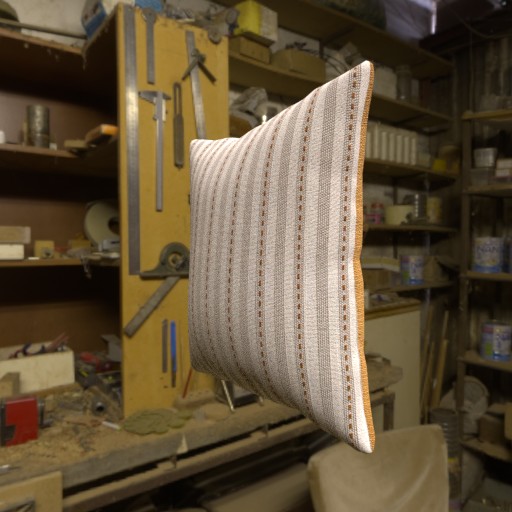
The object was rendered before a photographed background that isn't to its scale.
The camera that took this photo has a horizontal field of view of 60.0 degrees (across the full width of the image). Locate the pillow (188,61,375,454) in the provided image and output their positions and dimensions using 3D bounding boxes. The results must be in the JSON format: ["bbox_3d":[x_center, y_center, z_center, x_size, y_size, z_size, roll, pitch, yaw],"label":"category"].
[{"bbox_3d":[0.000,0.000,0.660,0.147,0.437,0.432,-1,1,-36],"label":"pillow"}]
